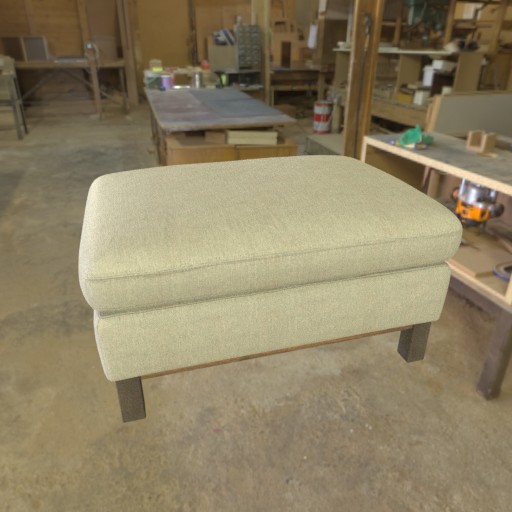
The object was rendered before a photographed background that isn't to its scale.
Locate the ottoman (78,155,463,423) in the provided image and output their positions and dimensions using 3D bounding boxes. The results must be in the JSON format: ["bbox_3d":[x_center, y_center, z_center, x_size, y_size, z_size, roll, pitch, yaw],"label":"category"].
[{"bbox_3d":[0.000,0.000,1.048,0.735,0.404,0.528,-7,28,-14],"label":"ottoman"}]
